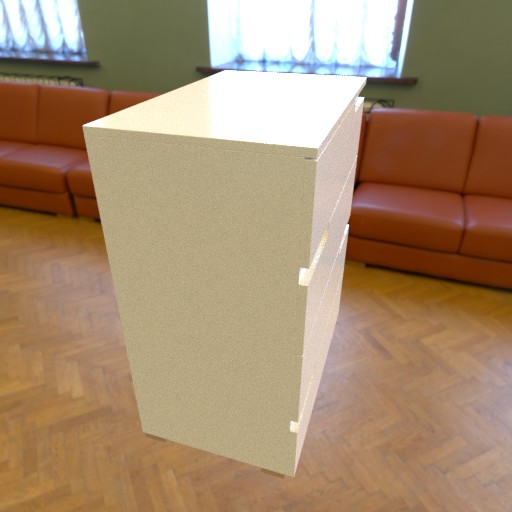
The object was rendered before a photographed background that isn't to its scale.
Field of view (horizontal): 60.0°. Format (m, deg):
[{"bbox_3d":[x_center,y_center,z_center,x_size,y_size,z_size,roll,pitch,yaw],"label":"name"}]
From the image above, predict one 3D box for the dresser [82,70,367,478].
[{"bbox_3d":[0.000,0.000,1.158,0.400,0.800,0.650,9,32,16],"label":"dresser"}]
